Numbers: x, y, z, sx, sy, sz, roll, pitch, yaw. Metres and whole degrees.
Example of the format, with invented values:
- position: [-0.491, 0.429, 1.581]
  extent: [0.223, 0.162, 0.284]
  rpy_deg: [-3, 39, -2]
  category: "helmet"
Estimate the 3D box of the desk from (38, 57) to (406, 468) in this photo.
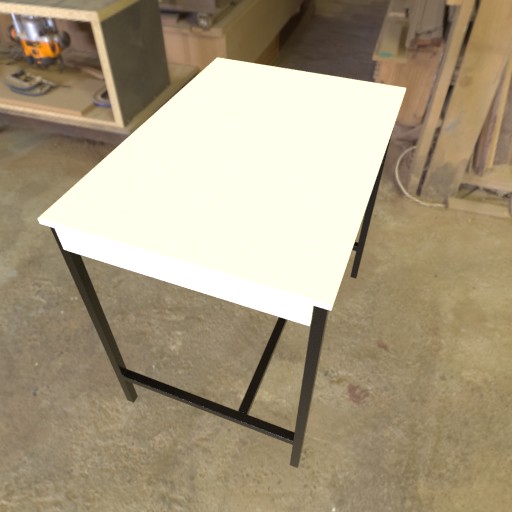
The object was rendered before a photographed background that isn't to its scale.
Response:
- position: [0.000, 0.000, 1.305]
  extent: [0.573, 0.766, 0.811]
  rpy_deg: [16, 48, 15]
  category: "desk"
